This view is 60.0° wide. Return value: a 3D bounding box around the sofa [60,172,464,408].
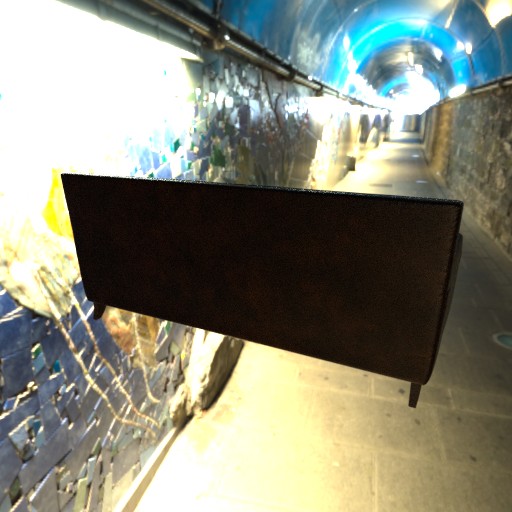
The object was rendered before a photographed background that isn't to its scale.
[{"bbox_3d":[0.000,0.000,2.398,1.995,0.871,0.786,9,19,26],"label":"sofa"}]
